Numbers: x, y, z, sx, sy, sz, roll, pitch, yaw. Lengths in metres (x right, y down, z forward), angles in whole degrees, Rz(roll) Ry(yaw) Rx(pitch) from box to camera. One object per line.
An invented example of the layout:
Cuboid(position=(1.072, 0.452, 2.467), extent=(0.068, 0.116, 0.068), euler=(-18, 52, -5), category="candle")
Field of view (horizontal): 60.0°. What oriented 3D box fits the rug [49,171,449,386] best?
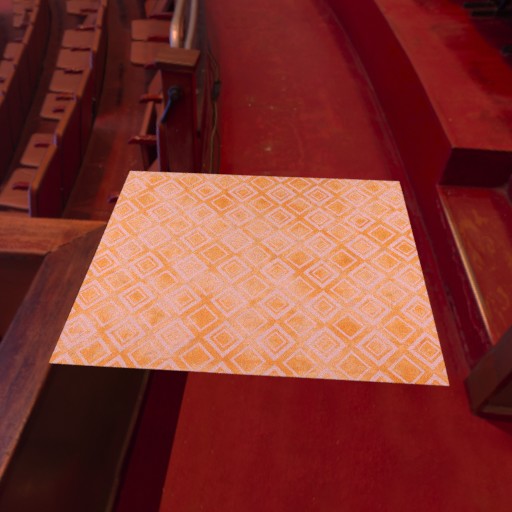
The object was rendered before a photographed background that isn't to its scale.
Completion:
Cuboid(position=(0.000, 0.000, 4.163), extent=(3.037, 0.011, 2.433), euler=(3, 48, 2), category="rug")
